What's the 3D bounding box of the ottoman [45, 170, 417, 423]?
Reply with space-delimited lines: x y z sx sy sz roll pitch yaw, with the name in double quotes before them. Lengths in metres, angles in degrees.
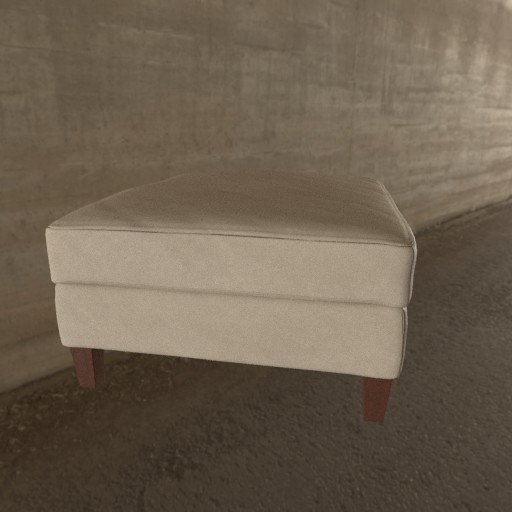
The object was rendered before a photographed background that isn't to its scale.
"ottoman" 0.000 0.000 1.438 0.836 0.492 1.002 3 17 10
